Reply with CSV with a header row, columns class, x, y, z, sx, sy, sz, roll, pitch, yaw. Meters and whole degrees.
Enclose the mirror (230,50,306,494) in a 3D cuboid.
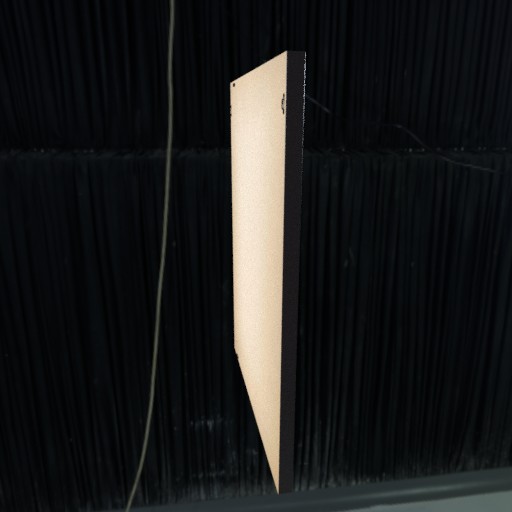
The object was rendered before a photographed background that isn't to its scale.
class,x,y,z,sx,sy,sz,roll,pitch,yaw
mirror,0.000,0.000,1.318,0.041,1.016,0.762,-3,17,-10
